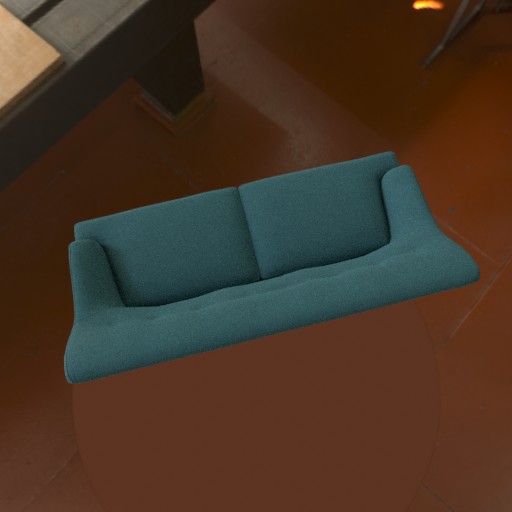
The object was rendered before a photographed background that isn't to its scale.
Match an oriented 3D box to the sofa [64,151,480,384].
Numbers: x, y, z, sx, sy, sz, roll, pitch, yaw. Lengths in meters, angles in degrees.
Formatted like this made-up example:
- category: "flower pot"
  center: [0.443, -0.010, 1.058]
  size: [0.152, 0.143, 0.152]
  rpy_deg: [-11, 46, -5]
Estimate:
- category: "sofa"
  center: [0.000, 0.000, 2.549]
  size: [2.057, 0.871, 0.978]
  rpy_deg: [-14, 75, -4]
